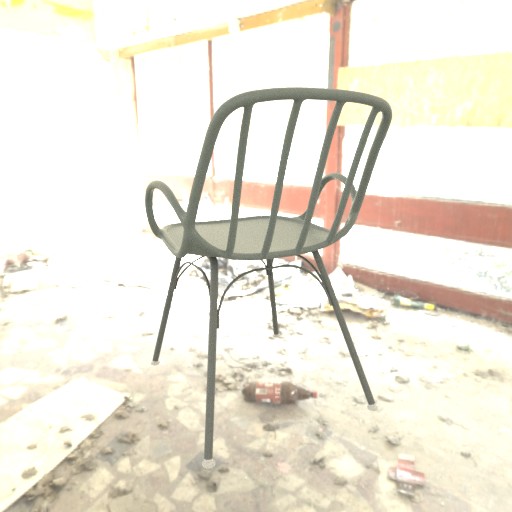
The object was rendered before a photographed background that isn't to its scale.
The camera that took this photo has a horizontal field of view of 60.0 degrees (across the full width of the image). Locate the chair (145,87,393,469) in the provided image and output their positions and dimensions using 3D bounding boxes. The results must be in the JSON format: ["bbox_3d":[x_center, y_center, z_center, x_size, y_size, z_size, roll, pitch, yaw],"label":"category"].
[{"bbox_3d":[0.000,0.000,1.217,0.549,0.816,0.597,-7,17,-26],"label":"chair"}]
